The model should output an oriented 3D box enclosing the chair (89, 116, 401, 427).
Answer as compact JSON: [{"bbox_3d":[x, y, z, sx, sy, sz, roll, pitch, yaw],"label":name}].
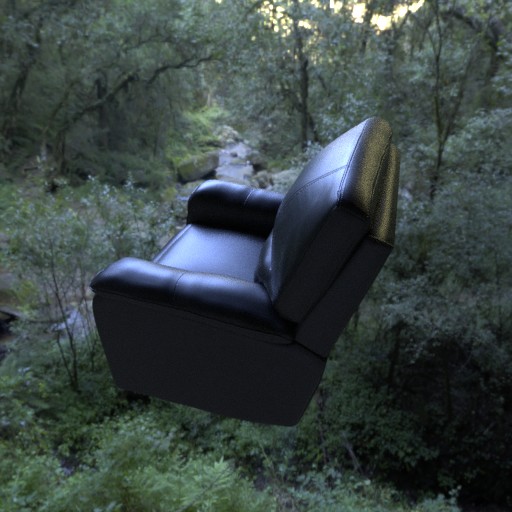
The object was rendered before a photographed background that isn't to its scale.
[{"bbox_3d":[0.000,0.000,1.946,1.087,1.109,1.096,9,31,15],"label":"chair"}]
